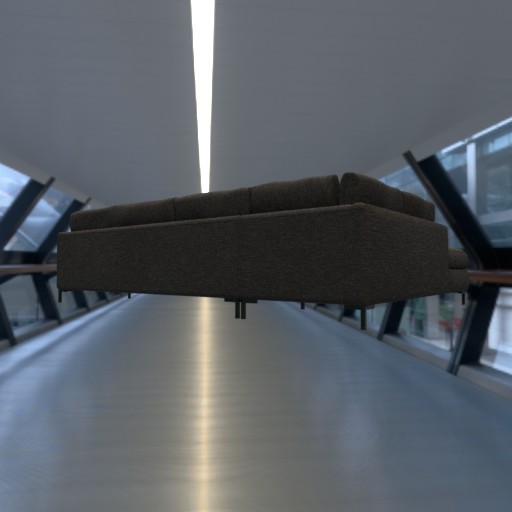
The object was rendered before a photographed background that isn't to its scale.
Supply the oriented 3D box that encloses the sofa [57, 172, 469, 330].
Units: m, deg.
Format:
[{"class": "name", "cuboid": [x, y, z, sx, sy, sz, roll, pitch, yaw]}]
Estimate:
[{"class": "sofa", "cuboid": [0.000, 0.000, 3.791, 2.949, 0.815, 2.007, -1, -2, 38]}]
